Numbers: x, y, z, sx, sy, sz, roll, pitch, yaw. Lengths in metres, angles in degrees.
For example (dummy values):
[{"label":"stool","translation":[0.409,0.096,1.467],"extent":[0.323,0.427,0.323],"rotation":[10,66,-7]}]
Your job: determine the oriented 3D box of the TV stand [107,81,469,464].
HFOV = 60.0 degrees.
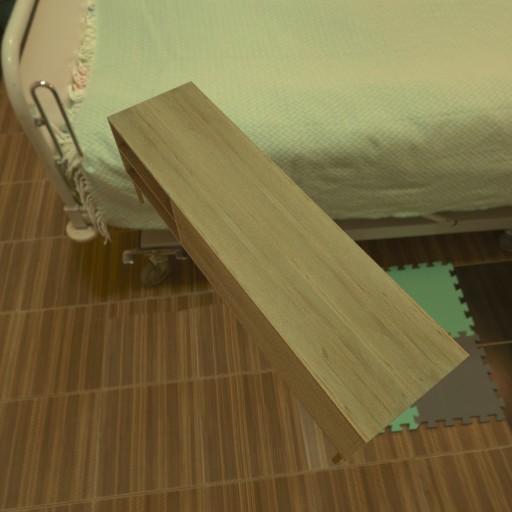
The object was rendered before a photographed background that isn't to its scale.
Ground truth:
[{"label":"TV stand","translation":[0.000,0.000,1.837],"extent":[0.420,0.550,1.600],"rotation":[-31,62,-18]}]
